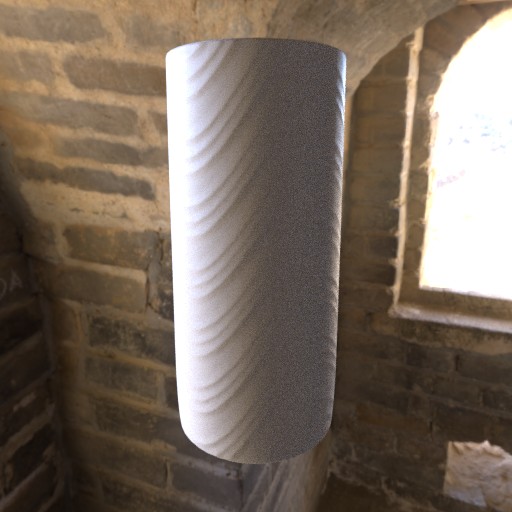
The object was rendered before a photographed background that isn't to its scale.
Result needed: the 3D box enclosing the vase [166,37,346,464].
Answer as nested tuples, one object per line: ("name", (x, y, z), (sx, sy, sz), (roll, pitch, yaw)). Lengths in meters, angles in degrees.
("vase", (0.000, 0.000, 0.381), (0.143, 0.316, 0.143), (0, 14, 0))
